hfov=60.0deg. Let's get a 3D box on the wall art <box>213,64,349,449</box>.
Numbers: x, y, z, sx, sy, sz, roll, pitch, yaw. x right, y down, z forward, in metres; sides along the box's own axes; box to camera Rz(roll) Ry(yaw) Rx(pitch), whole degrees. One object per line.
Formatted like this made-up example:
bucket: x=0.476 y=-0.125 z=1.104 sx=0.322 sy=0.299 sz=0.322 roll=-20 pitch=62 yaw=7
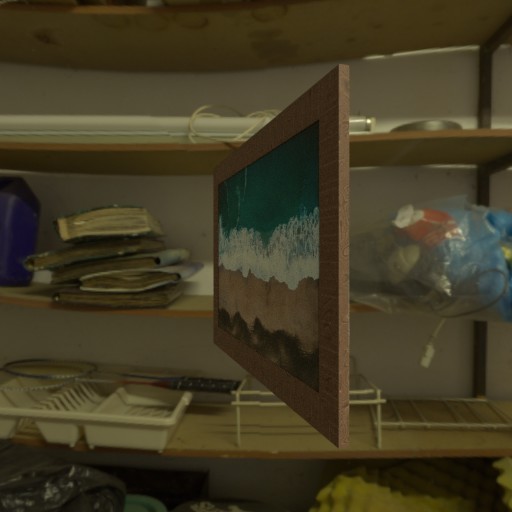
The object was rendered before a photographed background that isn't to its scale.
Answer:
wall art: x=0.000 y=0.000 z=1.159 sx=0.019 sy=0.626 sz=0.917 roll=0 pitch=0 yaw=-18
